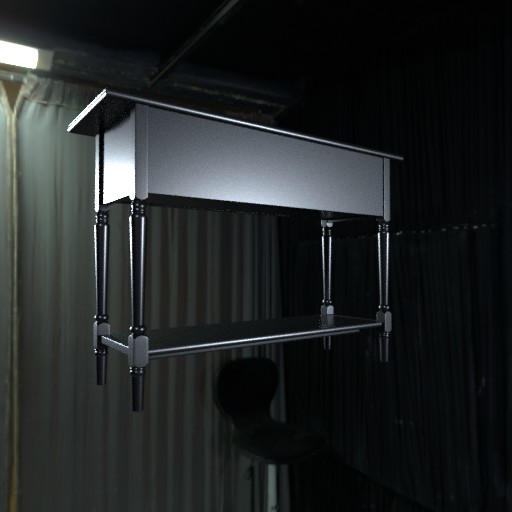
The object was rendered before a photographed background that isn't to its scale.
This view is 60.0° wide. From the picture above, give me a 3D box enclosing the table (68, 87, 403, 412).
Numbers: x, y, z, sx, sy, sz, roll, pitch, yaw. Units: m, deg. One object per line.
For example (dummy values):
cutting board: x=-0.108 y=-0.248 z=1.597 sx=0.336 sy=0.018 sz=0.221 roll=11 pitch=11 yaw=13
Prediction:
table: x=0.000 y=0.000 z=1.586 sx=1.191 sy=0.819 sz=0.386 roll=1 pitch=-1 yaw=-36
